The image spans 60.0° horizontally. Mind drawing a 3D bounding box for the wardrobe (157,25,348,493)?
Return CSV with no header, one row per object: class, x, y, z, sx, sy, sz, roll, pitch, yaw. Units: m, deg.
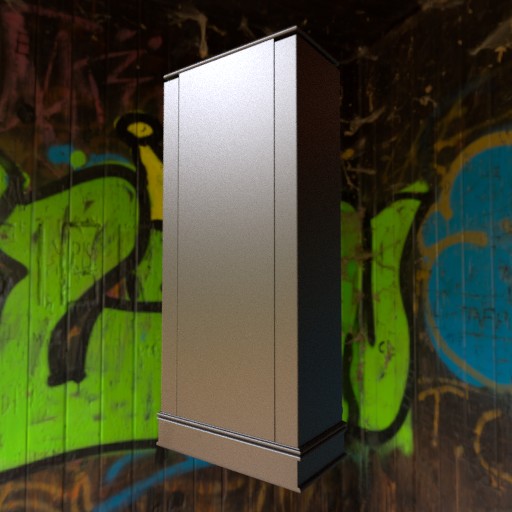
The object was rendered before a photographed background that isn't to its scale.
wardrobe,0.000,0.000,1.193,0.444,1.011,0.295,-2,-3,36
